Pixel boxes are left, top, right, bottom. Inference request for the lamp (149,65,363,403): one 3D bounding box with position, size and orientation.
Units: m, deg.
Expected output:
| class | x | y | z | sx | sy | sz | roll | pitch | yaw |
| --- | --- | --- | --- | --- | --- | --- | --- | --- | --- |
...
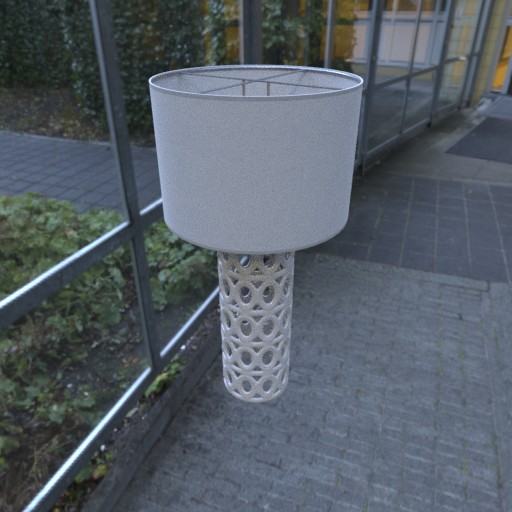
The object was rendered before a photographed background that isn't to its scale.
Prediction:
| class | x | y | z | sx | sy | sz | roll | pitch | yaw |
| --- | --- | --- | --- | --- | --- | --- | --- | --- | --- |
| lamp | 0.000 | 0.000 | 0.844 | 0.325 | 0.636 | 0.324 | 19 | 35 | 29 |
